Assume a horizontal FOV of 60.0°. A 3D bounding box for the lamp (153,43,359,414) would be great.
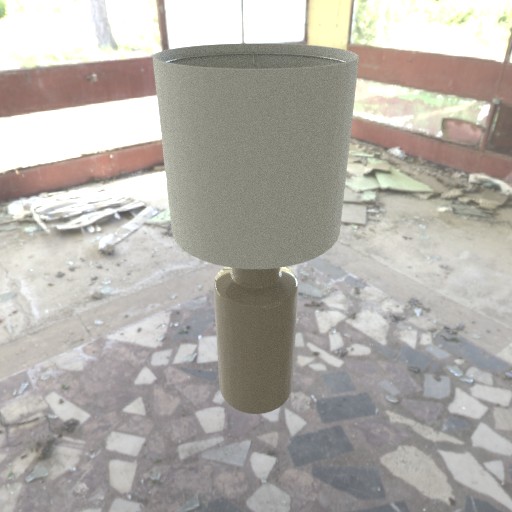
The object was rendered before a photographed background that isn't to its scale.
[{"bbox_3d":[0.000,0.000,0.590,0.212,0.493,0.212,-1,31,-2],"label":"lamp"}]
